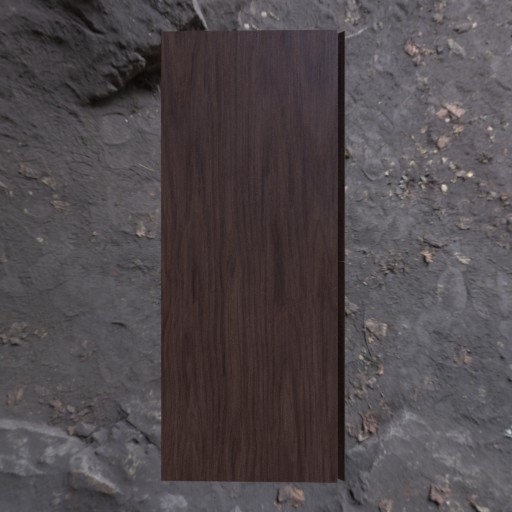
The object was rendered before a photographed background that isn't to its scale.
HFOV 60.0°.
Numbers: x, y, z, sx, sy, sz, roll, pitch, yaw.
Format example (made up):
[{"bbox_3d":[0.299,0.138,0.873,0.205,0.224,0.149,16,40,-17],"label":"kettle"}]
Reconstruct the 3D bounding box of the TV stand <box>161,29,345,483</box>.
[{"bbox_3d":[0.000,0.000,1.301,0.405,0.660,0.990,0,90,1],"label":"TV stand"}]
